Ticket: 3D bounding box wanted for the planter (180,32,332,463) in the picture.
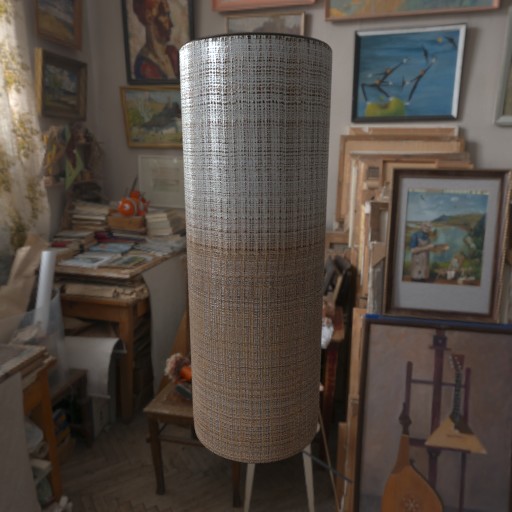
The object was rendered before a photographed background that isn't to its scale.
[{"bbox_3d":[0.000,0.000,0.323,0.099,0.278,0.099,-7,16,-25],"label":"planter"}]
